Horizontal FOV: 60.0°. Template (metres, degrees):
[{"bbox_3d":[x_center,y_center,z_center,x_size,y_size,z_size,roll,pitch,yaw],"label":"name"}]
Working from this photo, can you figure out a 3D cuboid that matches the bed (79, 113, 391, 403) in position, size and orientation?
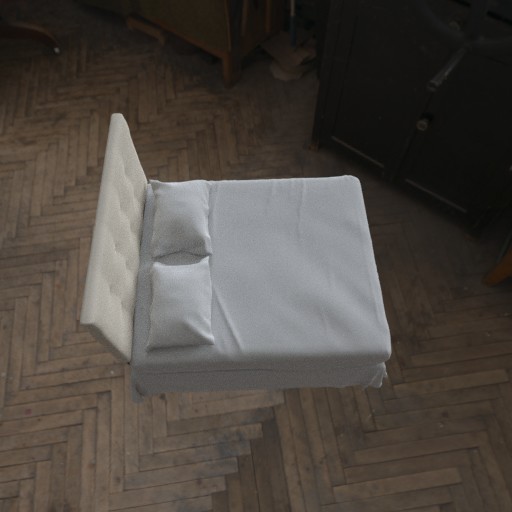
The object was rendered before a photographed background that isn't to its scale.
[{"bbox_3d":[0.000,0.000,3.561,2.222,1.577,1.936,-2,62,-1],"label":"bed"}]
